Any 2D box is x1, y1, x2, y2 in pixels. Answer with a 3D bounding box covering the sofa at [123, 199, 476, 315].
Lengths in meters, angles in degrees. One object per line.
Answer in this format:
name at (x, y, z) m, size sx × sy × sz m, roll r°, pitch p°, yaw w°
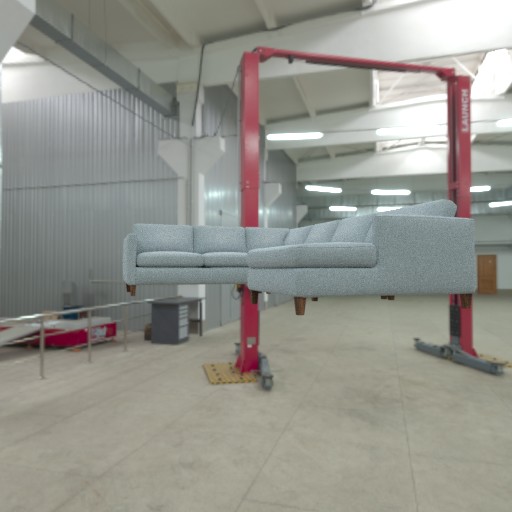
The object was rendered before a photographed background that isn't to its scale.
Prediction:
sofa at (0.000, 0.000, 4.657) m, size 2.551 × 0.889 × 3.403 m, roll 0°, pitch -1°, yaw -19°
